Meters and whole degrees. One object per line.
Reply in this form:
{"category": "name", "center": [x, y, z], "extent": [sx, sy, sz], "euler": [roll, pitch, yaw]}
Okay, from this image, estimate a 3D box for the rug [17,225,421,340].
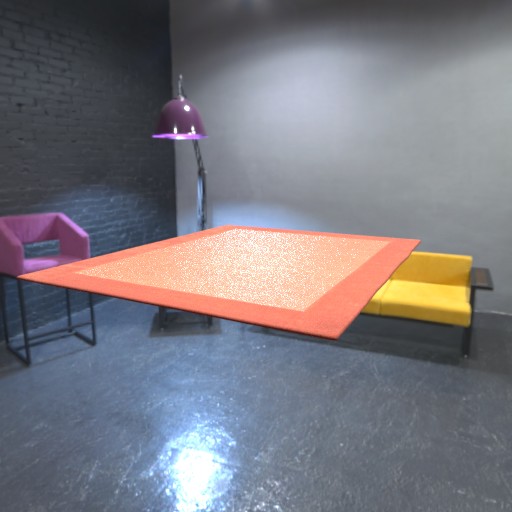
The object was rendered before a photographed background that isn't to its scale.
{"category": "rug", "center": [0.000, 0.000, 3.964], "extent": [2.430, 0.018, 2.976], "euler": [6, 14, 27]}
